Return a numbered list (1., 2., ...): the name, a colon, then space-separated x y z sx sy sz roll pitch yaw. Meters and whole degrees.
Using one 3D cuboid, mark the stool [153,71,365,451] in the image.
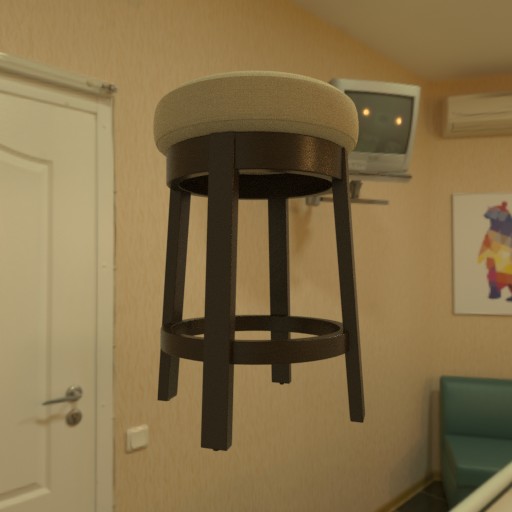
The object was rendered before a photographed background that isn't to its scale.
1. stool: 0.000 0.000 0.948 0.449 0.655 0.449 0 -1 0
